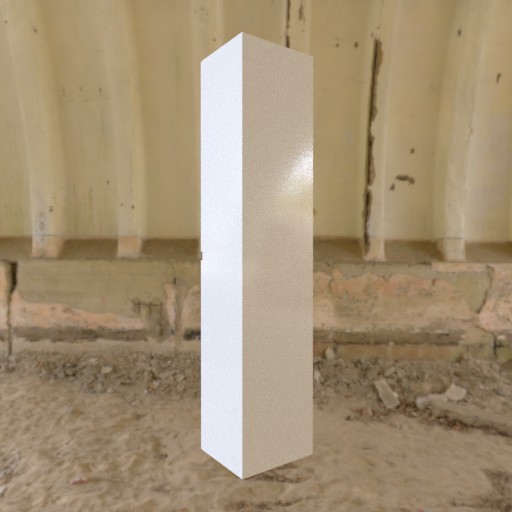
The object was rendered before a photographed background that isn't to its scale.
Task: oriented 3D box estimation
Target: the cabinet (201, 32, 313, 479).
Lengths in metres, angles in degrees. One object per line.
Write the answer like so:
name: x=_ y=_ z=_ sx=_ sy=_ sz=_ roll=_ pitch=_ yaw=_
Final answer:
cabinet: x=0.000 y=0.000 z=1.583 sx=0.300 sy=1.400 sz=0.270 roll=0 pitch=1 yaw=-36
